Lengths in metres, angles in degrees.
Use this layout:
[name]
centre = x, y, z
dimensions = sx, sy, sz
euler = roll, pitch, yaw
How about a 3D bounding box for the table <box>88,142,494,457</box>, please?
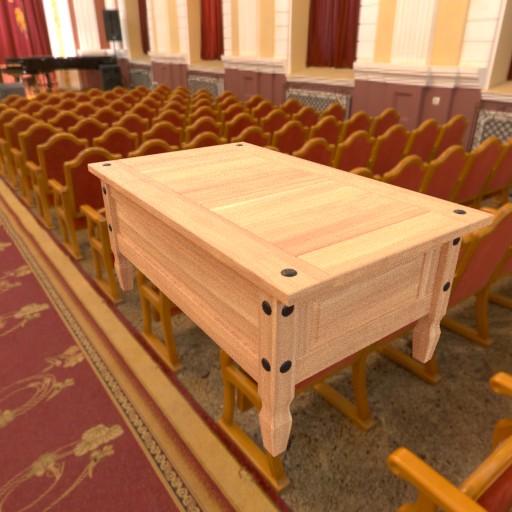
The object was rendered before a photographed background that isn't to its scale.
[table]
centre = 0.000, 0.000, 1.295
dimensions = 0.600, 0.437, 1.000
euler = -17, 31, -32
